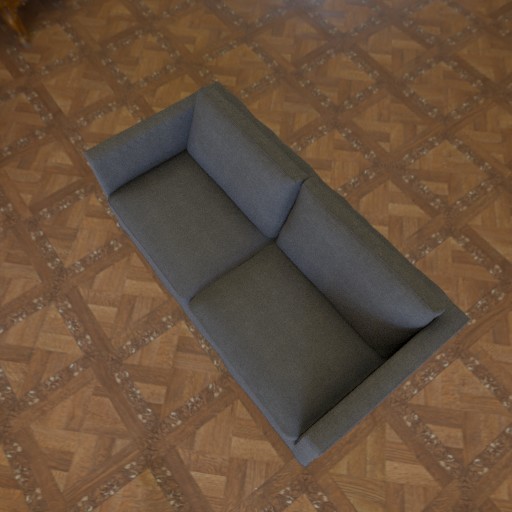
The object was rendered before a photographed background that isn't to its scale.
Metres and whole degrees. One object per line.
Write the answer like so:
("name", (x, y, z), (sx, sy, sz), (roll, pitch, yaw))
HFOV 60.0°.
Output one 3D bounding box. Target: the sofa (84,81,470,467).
("sofa", (0.000, 0.000, 2.463), (0.953, 0.855, 1.982), (-35, 68, -17))
